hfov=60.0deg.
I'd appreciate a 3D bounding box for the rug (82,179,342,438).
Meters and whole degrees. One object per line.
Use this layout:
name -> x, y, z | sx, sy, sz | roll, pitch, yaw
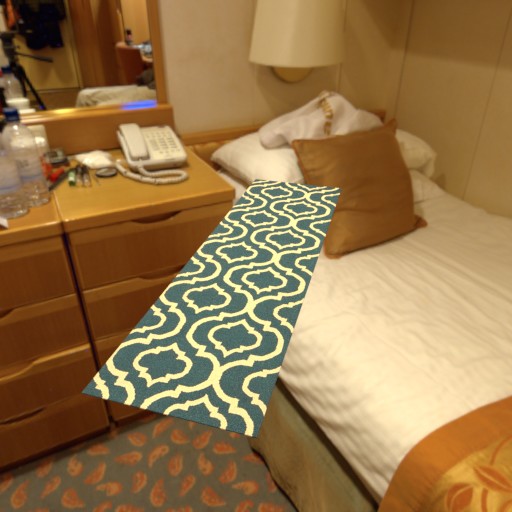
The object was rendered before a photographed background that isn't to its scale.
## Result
rug -> 0.000, 0.000, 2.526 | 0.685, 0.006, 2.296 | 9, 32, 14
